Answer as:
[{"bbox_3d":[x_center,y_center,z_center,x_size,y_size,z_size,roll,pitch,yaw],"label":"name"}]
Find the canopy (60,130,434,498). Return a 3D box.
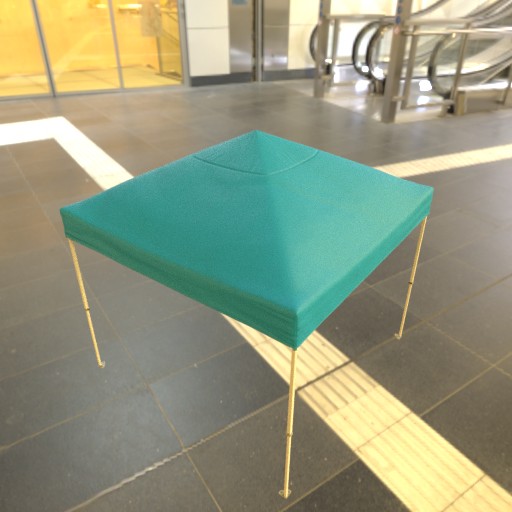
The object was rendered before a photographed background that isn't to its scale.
[{"bbox_3d":[0.000,0.000,5.304,2.998,2.997,2.996,21,37,31],"label":"canopy"}]
